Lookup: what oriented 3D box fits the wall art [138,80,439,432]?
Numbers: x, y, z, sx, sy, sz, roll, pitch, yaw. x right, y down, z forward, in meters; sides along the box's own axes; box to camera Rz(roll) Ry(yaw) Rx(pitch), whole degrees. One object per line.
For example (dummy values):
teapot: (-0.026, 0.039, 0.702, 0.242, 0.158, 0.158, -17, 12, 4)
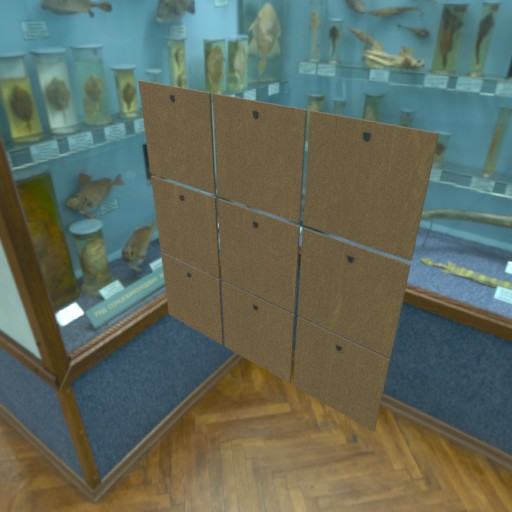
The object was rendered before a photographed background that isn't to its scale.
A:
wall art: (0.000, 0.000, 2.259, 1.526, 1.522, 0.023, 22, 38, 32)
